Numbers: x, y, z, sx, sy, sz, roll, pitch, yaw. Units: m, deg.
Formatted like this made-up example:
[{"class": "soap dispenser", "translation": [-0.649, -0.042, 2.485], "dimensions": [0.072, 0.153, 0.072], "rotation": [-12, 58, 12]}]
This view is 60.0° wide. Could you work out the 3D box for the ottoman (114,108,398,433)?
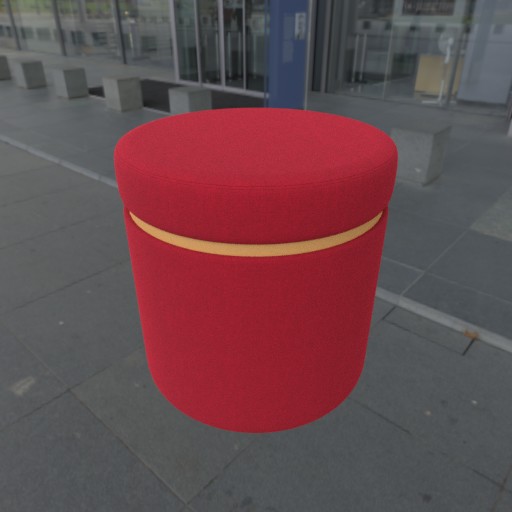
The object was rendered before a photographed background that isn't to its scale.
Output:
[{"class": "ottoman", "translation": [0.000, 0.000, 0.735], "dimensions": [0.400, 0.406, 0.400], "rotation": [0, 30, 0]}]
